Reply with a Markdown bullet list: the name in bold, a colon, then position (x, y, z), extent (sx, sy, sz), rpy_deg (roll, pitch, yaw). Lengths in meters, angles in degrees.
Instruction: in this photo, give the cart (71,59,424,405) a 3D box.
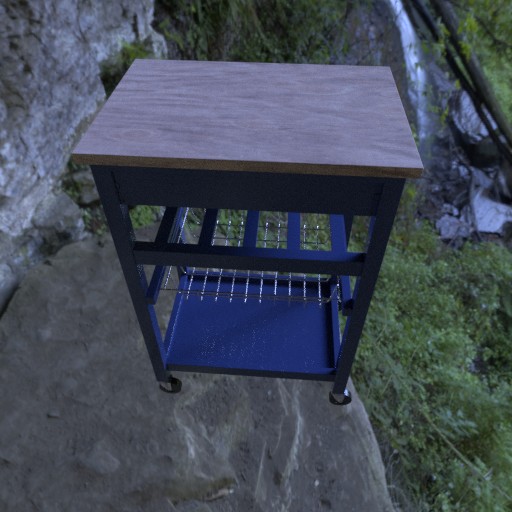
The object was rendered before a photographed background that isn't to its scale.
- **cart**: position (0.000, 0.000, 1.156), extent (0.584, 0.839, 0.403), rpy_deg (3, 45, 3)
